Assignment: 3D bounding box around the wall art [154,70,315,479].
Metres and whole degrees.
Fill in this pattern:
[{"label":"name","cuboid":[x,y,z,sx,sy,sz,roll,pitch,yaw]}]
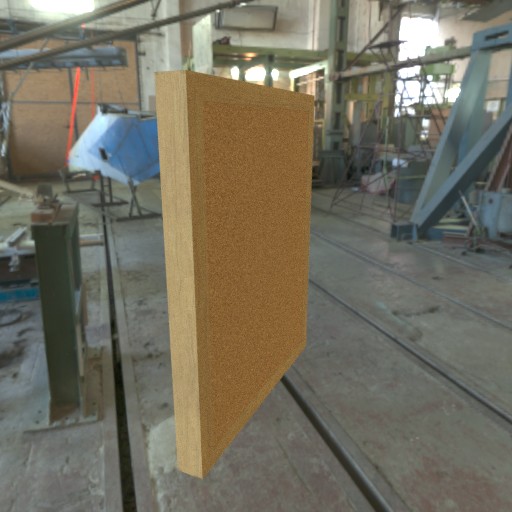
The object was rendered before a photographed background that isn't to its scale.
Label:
[{"label":"wall art","cuboid":[0.000,0.000,0.531,0.030,0.380,0.312,8,18,24]}]
